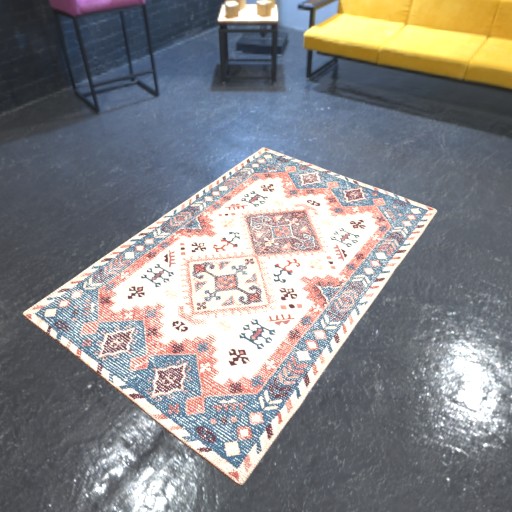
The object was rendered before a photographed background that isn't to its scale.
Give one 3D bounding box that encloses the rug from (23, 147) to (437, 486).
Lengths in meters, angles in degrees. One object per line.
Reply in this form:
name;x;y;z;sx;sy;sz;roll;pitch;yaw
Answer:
rug;0.000;0.000;2.233;1.225;0.015;1.840;26;49;26
